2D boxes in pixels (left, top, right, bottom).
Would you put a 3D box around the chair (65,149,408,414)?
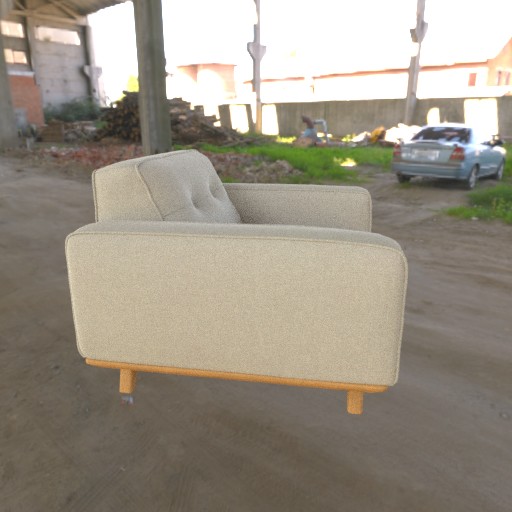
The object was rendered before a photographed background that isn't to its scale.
[{"bbox_3d":[0.000,0.000,1.731,0.953,0.779,1.115,2,17,8],"label":"chair"}]
